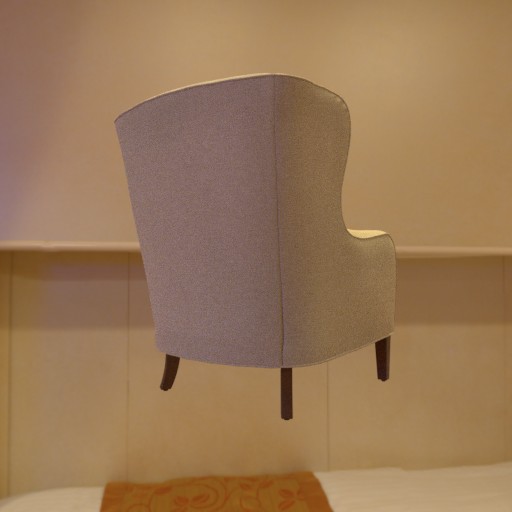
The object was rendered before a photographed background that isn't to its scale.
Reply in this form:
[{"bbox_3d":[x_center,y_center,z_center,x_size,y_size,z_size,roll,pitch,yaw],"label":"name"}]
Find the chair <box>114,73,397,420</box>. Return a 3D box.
[{"bbox_3d":[0.000,0.000,1.733,0.838,1.040,0.966,-1,-1,36],"label":"chair"}]
